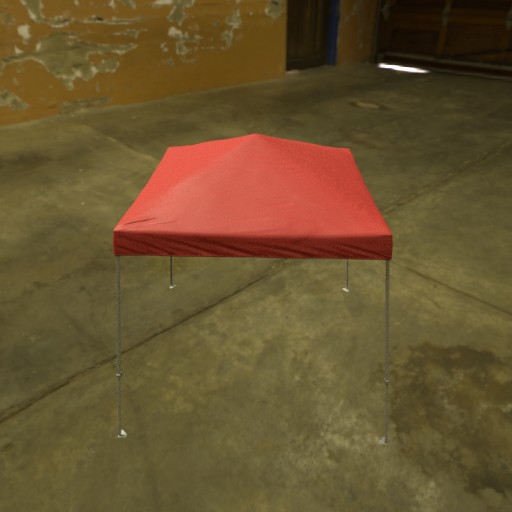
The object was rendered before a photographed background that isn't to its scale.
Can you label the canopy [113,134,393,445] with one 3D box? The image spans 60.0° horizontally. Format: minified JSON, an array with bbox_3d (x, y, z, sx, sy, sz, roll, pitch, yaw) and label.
[{"bbox_3d":[0.000,0.000,5.170,2.849,2.849,2.848,1,31,2],"label":"canopy"}]
